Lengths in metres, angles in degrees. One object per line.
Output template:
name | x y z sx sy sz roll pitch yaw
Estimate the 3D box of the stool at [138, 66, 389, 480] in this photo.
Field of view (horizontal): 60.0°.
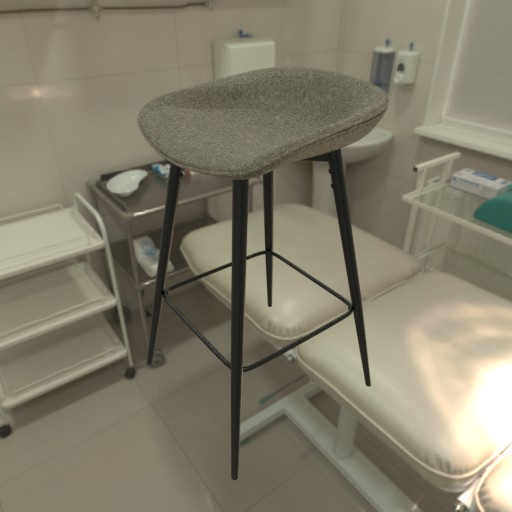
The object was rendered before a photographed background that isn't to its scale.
stool | 0.000 0.000 1.089 0.480 0.814 0.469 -22 38 -31
